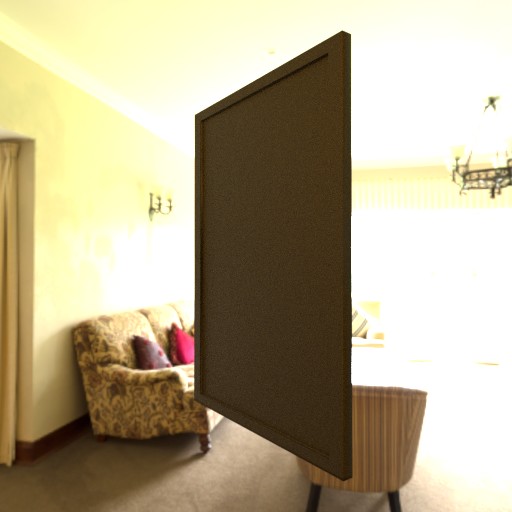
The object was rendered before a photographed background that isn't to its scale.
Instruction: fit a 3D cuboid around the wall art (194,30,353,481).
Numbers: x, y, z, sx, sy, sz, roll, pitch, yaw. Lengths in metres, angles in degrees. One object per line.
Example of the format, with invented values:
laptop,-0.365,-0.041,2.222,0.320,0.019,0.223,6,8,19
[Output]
wall art,0.000,0.000,0.551,0.013,0.431,0.303,1,-1,-36
